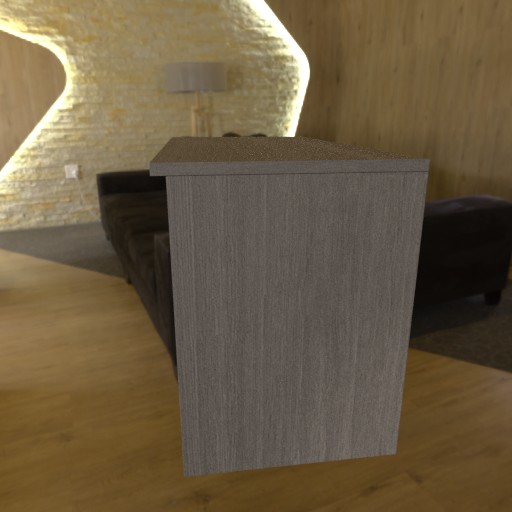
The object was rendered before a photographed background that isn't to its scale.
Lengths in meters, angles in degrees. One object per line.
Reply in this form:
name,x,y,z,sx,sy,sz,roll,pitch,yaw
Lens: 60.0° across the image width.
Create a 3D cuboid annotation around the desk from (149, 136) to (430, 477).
desk,0.000,0.000,1.490,0.557,0.729,1.099,-2,18,-8
